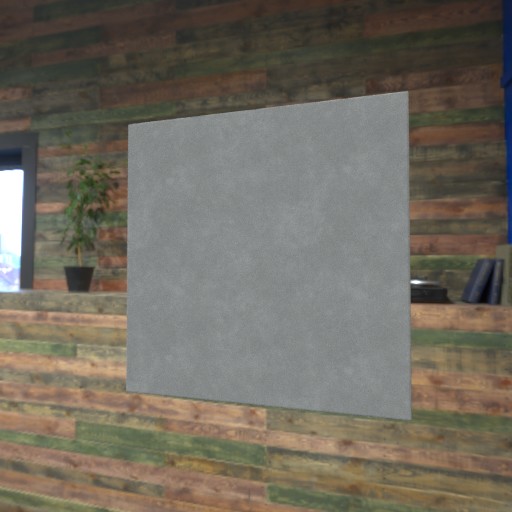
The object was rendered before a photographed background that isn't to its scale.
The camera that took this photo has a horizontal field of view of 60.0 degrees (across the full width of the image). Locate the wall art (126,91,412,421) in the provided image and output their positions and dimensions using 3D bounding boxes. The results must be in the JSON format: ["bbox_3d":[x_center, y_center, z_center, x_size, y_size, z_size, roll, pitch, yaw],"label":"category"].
[{"bbox_3d":[0.000,0.000,0.461,0.303,0.303,0.015,-1,-2,18],"label":"wall art"}]
